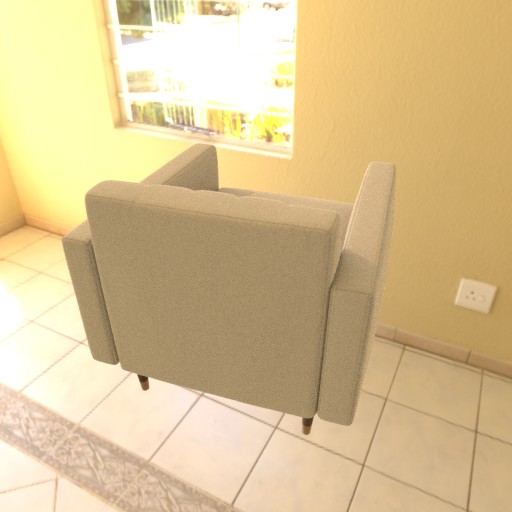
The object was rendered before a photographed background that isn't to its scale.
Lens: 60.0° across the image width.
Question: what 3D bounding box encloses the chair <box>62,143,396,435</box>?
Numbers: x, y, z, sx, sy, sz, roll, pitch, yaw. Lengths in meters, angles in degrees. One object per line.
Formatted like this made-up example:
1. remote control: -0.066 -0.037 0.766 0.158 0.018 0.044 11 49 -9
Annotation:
1. chair: 0.000 0.000 1.676 0.953 0.819 0.998 10 33 15
